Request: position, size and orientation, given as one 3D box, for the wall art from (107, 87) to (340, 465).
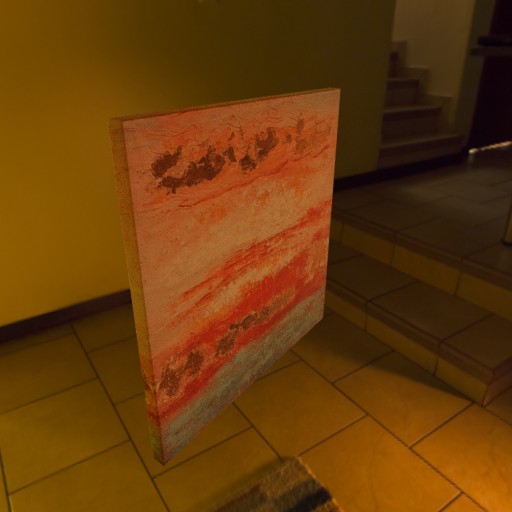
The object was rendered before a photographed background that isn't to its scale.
[{"bbox_3d":[0.000,0.000,1.113,0.035,0.747,0.747,17,30,32],"label":"wall art"}]
